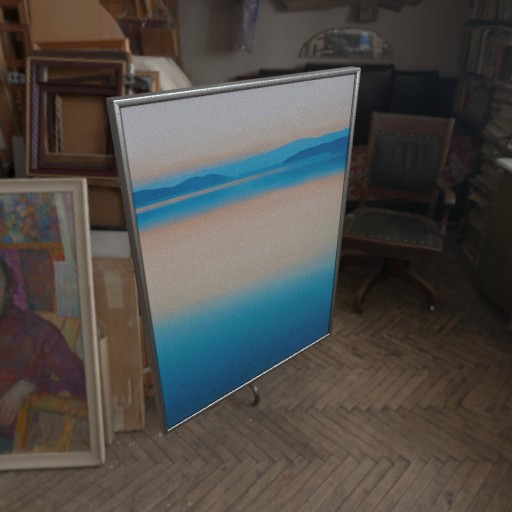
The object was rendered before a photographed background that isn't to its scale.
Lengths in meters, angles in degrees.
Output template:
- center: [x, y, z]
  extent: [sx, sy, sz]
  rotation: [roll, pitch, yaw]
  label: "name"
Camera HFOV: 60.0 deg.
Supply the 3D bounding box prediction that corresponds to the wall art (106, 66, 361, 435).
- center: [0.000, 0.000, 1.423]
  extent: [0.801, 1.062, 0.037]
  rotation: [-22, 37, -33]
  label: "wall art"
